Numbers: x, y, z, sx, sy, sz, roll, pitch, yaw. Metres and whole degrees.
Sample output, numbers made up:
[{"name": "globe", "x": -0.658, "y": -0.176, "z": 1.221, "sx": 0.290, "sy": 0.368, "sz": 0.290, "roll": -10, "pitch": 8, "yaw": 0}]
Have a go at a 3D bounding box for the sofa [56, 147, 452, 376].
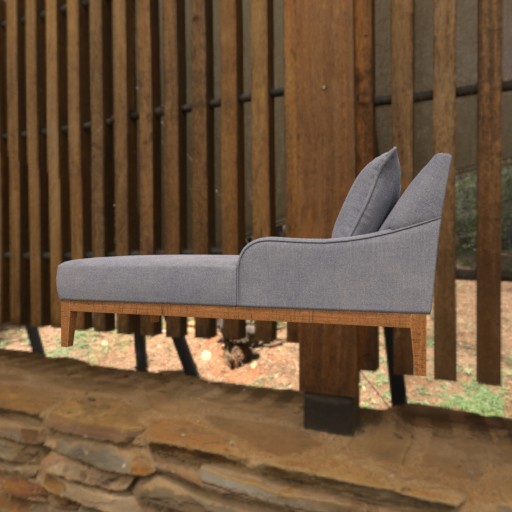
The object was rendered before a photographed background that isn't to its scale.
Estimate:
[{"name": "sofa", "x": 0.000, "y": 0.000, "z": 2.295, "sx": 1.779, "sy": 0.883, "sz": 0.904, "roll": 0, "pitch": 0, "yaw": 18}]
